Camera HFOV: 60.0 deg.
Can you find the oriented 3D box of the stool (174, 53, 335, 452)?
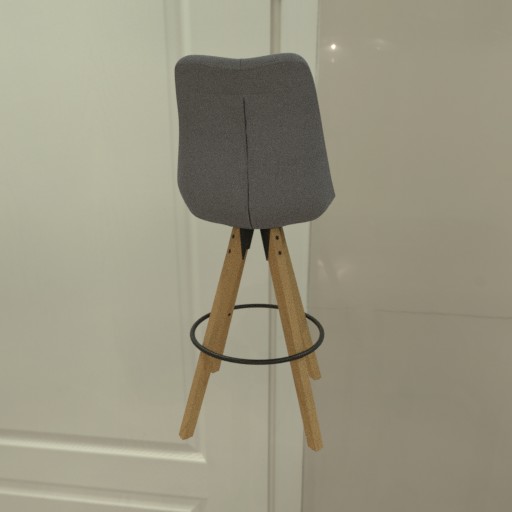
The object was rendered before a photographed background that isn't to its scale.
[{"bbox_3d":[0.000,0.000,1.417,0.485,1.115,0.550,2,16,7],"label":"stool"}]
